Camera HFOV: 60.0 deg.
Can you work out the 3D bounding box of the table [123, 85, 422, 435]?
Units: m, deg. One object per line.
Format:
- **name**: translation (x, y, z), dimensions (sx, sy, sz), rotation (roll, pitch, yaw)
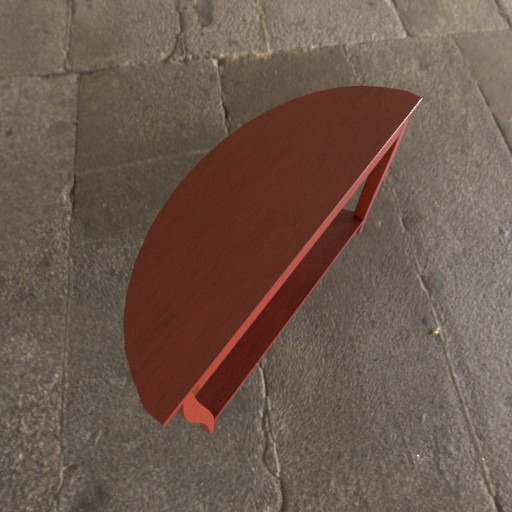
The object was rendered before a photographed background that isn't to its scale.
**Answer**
- **table**: translation (0.000, 0.000, 1.590), dimensions (0.405, 0.779, 1.219), rotation (34, 68, 15)
